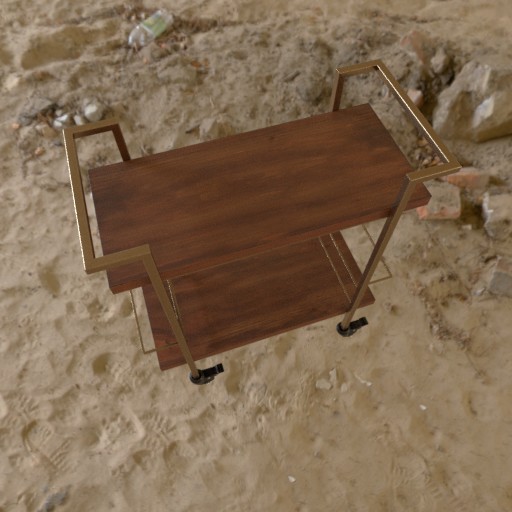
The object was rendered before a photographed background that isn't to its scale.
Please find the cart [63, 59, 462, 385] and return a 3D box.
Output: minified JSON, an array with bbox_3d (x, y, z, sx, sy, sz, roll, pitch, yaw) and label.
[{"bbox_3d":[0.000,0.000,1.183,0.695,0.807,0.364,-16,61,-9],"label":"cart"}]
